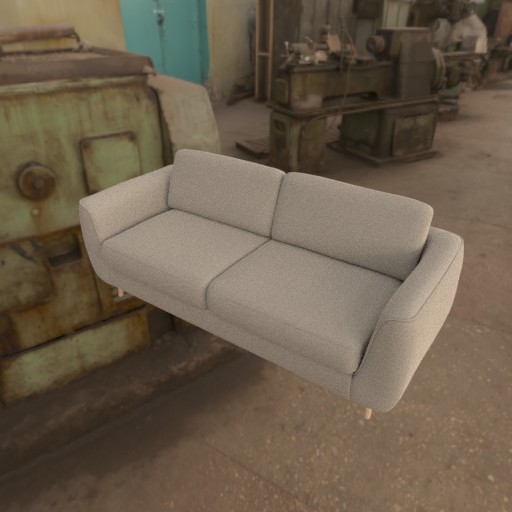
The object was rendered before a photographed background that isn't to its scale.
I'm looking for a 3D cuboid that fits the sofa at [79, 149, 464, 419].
[{"bbox_3d":[0.000,0.000,2.462,2.000,0.850,0.920,19,35,30],"label":"sofa"}]
